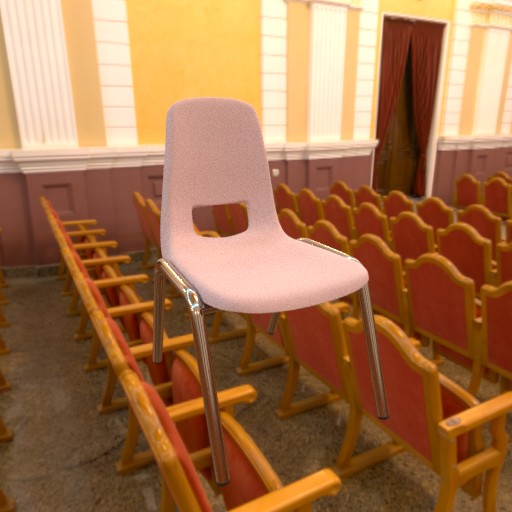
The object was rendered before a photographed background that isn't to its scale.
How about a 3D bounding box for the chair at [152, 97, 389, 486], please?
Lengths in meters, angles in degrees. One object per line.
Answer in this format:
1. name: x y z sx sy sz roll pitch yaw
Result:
1. chair: 0.000 0.000 0.848 0.354 0.586 0.423 -9 20 -27
